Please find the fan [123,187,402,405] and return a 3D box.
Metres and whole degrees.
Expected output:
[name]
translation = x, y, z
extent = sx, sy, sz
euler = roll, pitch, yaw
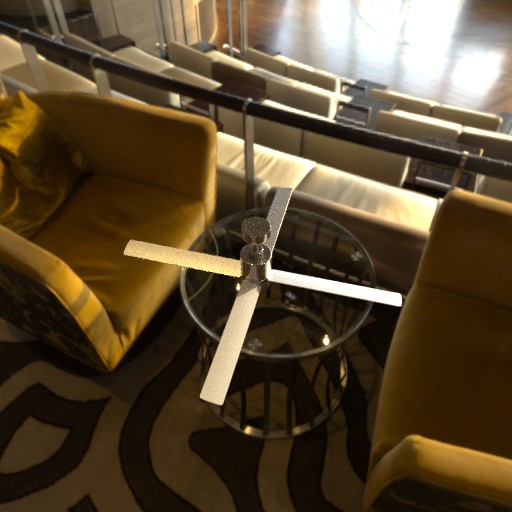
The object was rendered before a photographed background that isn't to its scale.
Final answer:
[fan]
translation = 0.000, 0.000, 1.985
extent = 1.322, 0.355, 1.322
euler = 11, 47, 10
